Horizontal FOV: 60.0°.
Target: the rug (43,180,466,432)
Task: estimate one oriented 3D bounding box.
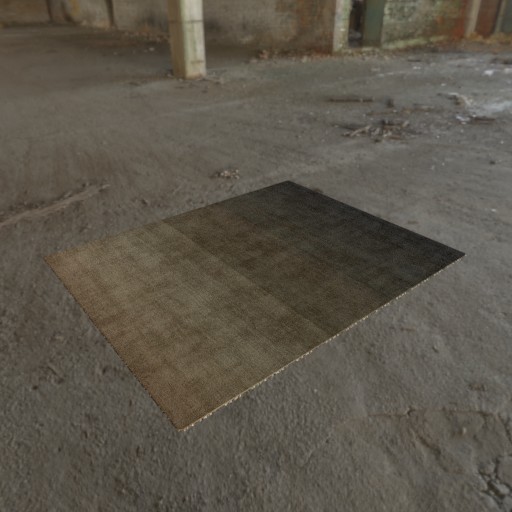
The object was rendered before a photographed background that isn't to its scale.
[{"bbox_3d":[0.000,0.000,3.857,2.902,0.017,2.306,-23,37,-33],"label":"rug"}]
